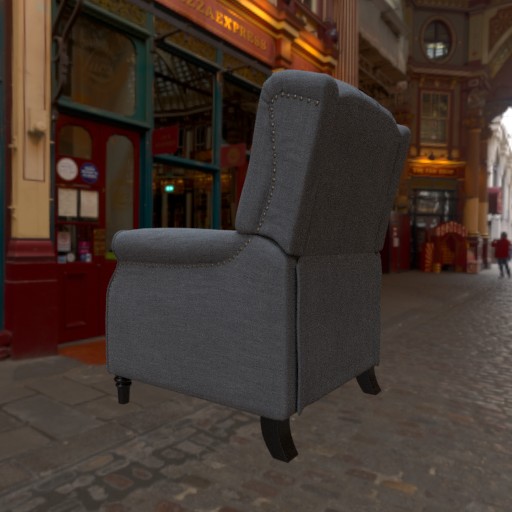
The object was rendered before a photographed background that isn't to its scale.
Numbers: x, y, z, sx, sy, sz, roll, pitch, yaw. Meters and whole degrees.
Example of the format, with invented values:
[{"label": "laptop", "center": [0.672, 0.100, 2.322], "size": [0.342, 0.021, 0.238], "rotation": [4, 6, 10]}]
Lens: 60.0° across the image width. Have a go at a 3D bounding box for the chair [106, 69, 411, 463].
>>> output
[{"label": "chair", "center": [0.000, 0.000, 1.578], "size": [0.898, 1.035, 0.742], "rotation": [1, 2, 36]}]
